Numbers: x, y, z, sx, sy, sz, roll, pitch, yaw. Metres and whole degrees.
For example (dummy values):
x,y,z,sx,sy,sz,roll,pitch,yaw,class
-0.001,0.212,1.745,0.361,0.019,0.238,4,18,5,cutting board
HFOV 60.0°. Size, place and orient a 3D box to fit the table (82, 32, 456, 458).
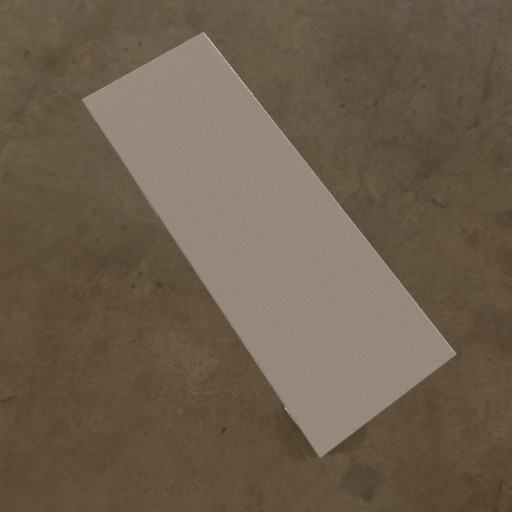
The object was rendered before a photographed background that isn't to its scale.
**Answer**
x,y,z,sx,sy,sz,roll,pitch,yaw,class
0.000,0.000,1.457,0.397,0.753,1.068,-33,77,-9,table
